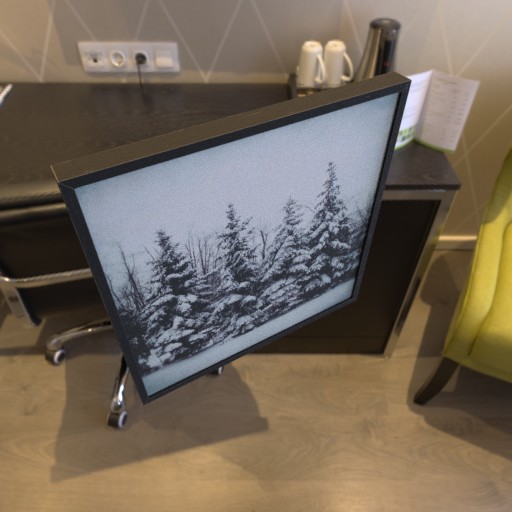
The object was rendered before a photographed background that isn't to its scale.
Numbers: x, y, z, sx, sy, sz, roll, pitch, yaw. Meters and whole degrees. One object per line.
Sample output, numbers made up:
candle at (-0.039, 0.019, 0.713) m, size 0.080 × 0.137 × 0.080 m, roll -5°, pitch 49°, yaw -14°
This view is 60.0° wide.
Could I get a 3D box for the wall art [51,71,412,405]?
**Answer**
wall art at (0.000, 0.000, 0.748) m, size 0.506 × 0.506 × 0.036 m, roll -22°, pitch 49°, yaw -21°
